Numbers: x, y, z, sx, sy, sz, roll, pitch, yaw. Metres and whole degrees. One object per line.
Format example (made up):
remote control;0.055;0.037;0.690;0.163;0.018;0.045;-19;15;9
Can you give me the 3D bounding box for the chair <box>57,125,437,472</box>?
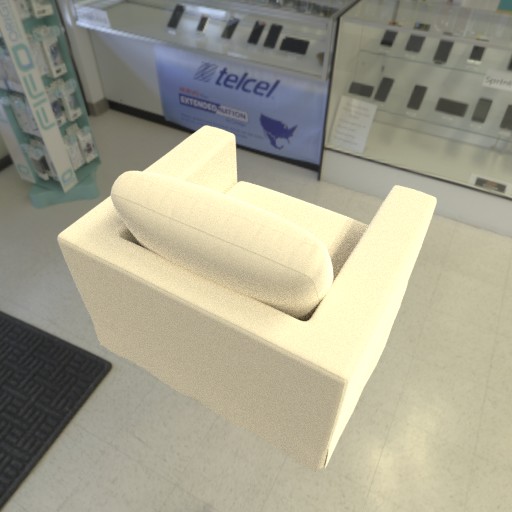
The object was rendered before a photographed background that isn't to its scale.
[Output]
chair;0.000;0.000;1.798;1.150;0.878;0.957;23;50;21
